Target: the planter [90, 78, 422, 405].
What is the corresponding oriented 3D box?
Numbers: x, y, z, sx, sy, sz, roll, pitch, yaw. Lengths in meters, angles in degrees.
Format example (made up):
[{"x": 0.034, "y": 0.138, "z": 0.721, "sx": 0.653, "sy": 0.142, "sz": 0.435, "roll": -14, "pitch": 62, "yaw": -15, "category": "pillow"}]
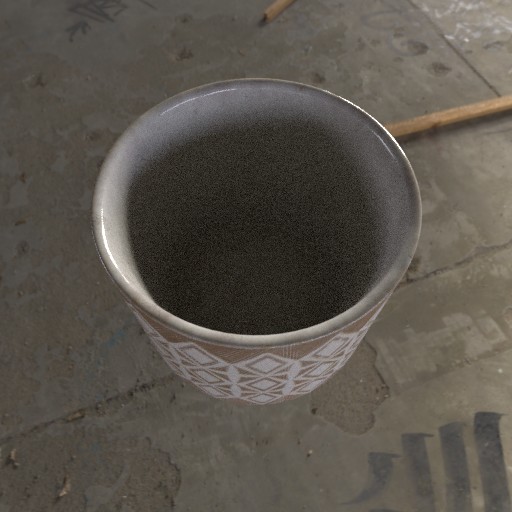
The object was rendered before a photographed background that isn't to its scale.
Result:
[{"x": 0.000, "y": 0.000, "z": 0.333, "sx": 0.193, "sy": 0.165, "sz": 0.193, "roll": 0, "pitch": 61, "yaw": 0, "category": "planter"}]
